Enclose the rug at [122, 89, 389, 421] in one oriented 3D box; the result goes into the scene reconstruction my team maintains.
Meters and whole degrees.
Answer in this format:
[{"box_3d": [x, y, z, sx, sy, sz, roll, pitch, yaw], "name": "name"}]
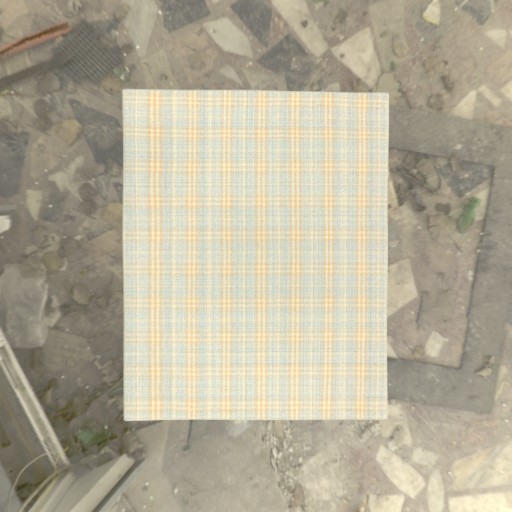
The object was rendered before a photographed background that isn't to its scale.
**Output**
[{"box_3d": [0.000, 0.000, 4.108, 2.462, 0.030, 3.066, 0, 91, -1], "name": "rug"}]
